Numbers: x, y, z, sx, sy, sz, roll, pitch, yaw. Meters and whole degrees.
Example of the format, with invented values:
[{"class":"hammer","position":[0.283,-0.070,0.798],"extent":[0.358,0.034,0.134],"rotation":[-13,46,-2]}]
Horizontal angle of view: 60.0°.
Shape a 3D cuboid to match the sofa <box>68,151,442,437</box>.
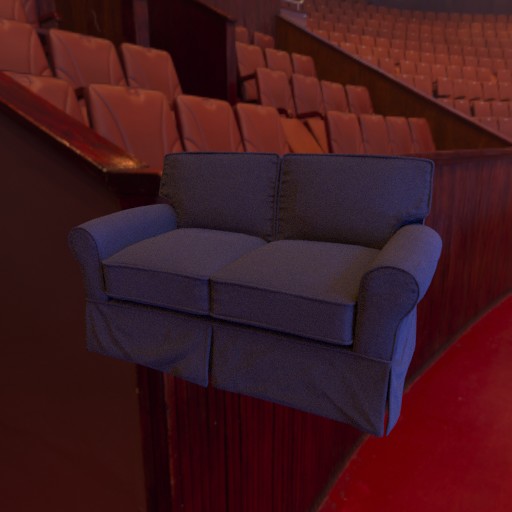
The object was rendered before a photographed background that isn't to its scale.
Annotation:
[{"class":"sofa","position":[0.000,0.000,2.369],"extent":[1.801,1.059,0.997],"rotation":[8,17,26]}]
